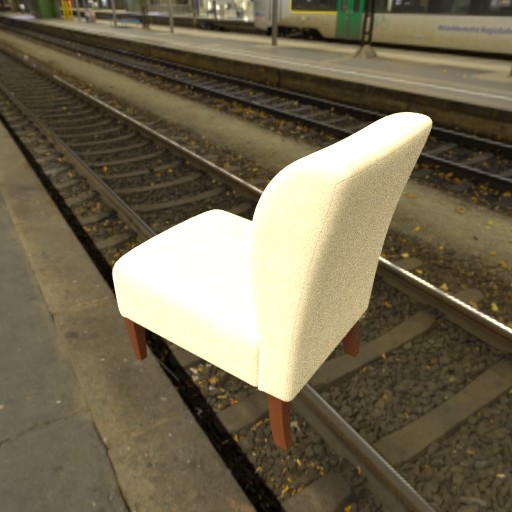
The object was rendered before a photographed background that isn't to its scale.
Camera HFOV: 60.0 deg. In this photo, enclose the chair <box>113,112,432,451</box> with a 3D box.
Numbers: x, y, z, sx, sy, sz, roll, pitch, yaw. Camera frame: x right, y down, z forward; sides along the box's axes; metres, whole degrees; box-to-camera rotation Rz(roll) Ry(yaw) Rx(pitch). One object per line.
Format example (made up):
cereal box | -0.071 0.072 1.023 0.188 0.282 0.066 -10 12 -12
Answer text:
chair | 0.000 0.000 1.326 0.754 0.833 0.521 20 35 30
